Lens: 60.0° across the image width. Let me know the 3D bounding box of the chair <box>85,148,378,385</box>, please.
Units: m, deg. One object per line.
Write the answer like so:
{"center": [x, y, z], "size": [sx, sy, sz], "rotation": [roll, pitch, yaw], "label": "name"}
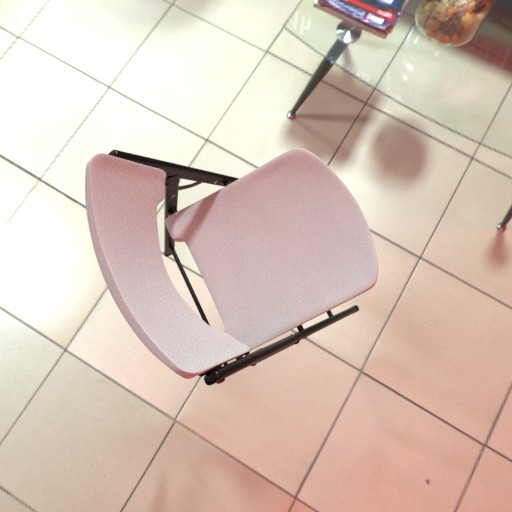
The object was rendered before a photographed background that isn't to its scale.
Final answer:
{"center": [0.000, 0.000, 1.127], "size": [0.577, 0.765, 0.482], "rotation": [-26, 78, -6], "label": "chair"}
